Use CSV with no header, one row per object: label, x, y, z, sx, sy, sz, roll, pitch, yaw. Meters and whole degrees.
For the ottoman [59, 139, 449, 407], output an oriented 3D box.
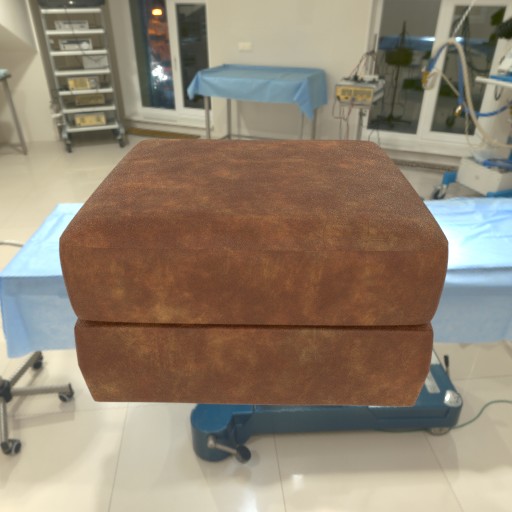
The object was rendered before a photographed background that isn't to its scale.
ottoman,0.000,0.000,1.114,0.751,0.476,0.603,1,31,1
